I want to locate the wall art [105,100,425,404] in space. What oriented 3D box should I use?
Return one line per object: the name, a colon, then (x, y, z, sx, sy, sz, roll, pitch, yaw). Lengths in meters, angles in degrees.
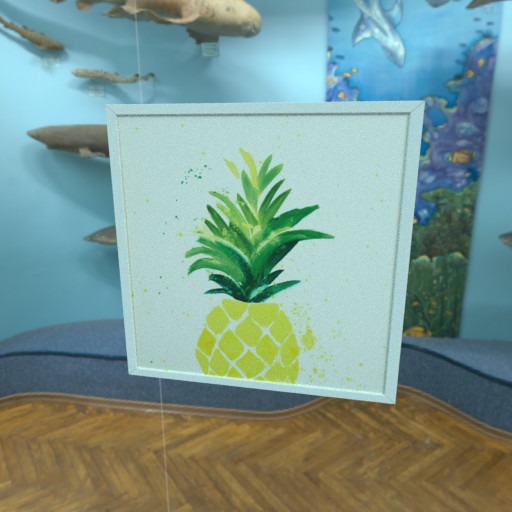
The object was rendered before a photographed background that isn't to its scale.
wall art: (0.000, 0.000, 0.470, 0.307, 0.307, 0.020, 3, 16, 11)
